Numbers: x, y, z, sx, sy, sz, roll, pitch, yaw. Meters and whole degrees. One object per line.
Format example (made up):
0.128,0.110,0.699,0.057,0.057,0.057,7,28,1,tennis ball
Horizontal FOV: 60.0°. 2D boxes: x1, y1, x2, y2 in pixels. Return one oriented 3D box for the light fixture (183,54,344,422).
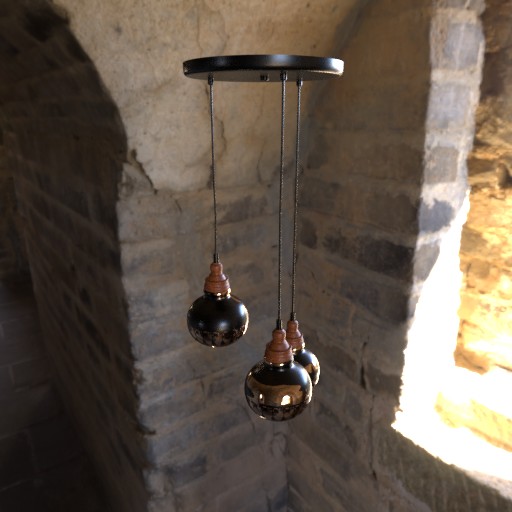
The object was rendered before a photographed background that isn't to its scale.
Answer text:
0.000,0.000,1.771,0.605,1.410,0.608,3,18,9,light fixture
